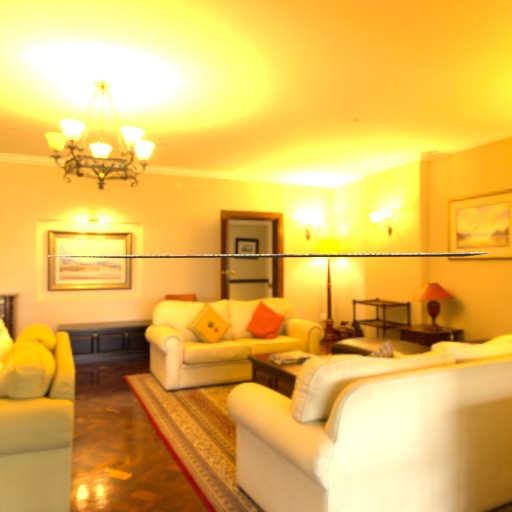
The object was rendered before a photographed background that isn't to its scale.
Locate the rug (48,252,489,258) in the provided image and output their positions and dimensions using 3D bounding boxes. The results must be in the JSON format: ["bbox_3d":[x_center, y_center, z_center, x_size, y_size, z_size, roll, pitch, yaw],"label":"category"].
[{"bbox_3d":[0.000,0.000,2.721,2.443,0.009,0.771,0,-1,17],"label":"rug"}]
